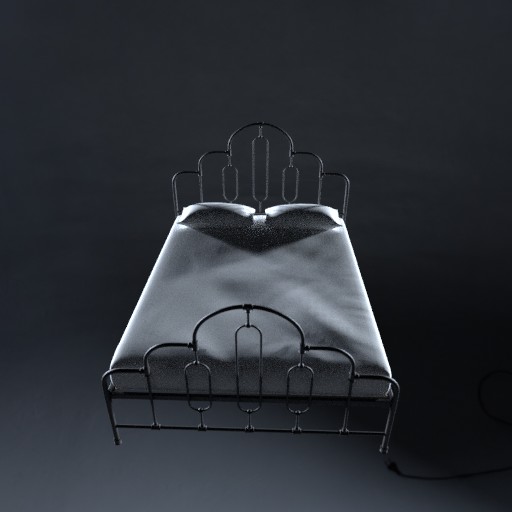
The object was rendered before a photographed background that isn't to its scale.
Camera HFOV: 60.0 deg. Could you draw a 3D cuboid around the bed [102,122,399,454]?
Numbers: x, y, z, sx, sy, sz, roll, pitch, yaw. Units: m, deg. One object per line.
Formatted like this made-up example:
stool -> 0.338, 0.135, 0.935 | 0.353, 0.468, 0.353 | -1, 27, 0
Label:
bed -> 0.000, 0.000, 3.230 | 1.640, 1.429, 2.163 | 1, 30, 2
